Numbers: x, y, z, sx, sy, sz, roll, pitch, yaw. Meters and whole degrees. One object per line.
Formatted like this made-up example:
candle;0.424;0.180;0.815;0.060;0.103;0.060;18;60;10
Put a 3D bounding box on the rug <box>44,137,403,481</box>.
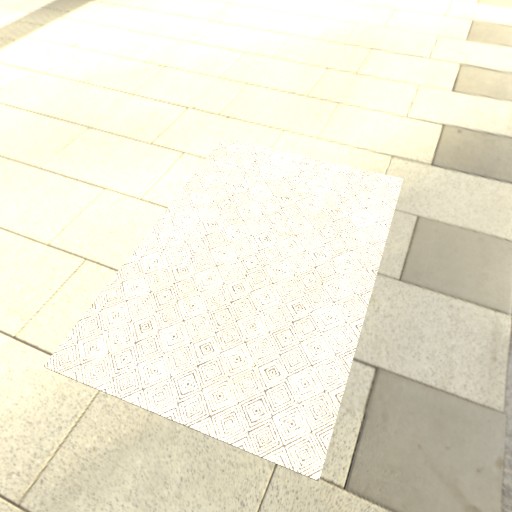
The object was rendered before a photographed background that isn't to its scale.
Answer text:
rug;0.000;0.000;2.231;1.175;0.008;1.783;17;50;14
